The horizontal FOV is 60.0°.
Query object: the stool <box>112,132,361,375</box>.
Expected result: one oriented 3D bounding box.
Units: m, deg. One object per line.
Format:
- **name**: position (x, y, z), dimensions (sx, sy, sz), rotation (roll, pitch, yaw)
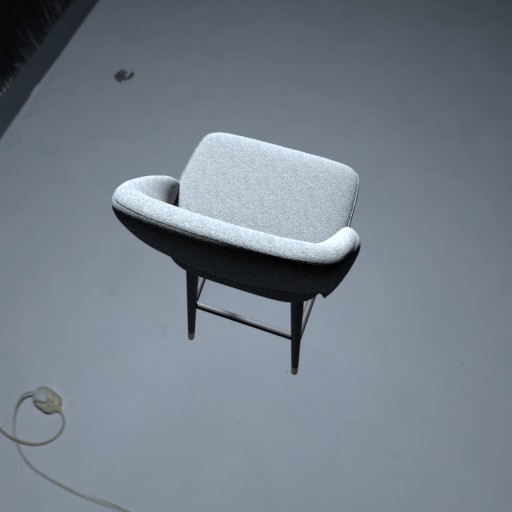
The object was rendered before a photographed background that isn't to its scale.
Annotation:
- **stool**: position (0.000, 0.000, 1.340), dimensions (0.536, 1.089, 0.524), rotation (17, 65, 8)
